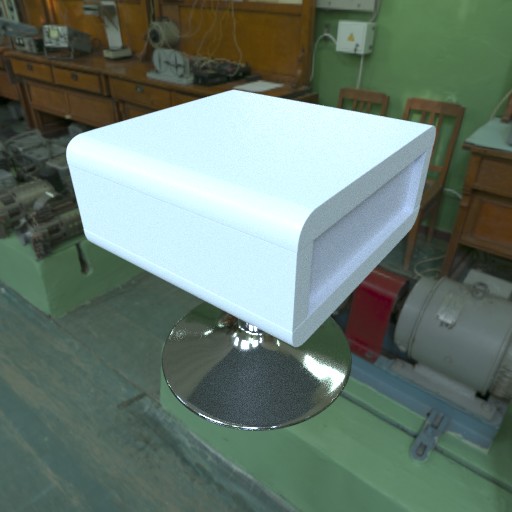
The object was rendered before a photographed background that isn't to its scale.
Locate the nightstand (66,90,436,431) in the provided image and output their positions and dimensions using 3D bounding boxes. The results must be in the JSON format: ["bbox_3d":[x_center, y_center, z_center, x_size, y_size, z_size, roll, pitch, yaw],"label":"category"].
[{"bbox_3d":[0.000,0.000,0.772,0.404,0.447,0.399,22,39,30],"label":"nightstand"}]
